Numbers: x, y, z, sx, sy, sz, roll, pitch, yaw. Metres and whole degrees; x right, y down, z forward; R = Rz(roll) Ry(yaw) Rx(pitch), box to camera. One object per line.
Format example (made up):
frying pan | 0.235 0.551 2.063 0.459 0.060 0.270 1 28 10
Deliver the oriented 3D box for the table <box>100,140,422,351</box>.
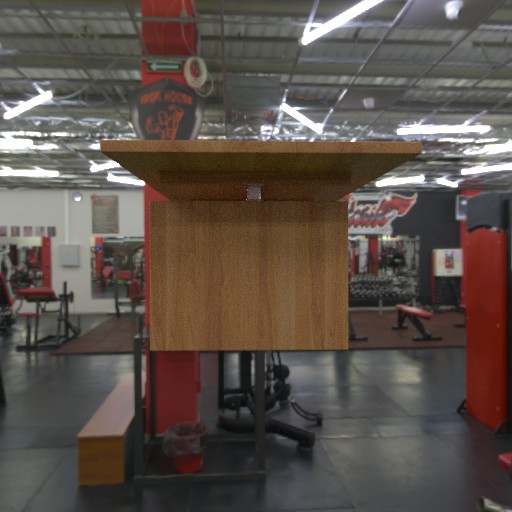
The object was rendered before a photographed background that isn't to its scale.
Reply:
table | 0.000 0.000 1.514 0.700 0.510 1.100 0 0 -1
